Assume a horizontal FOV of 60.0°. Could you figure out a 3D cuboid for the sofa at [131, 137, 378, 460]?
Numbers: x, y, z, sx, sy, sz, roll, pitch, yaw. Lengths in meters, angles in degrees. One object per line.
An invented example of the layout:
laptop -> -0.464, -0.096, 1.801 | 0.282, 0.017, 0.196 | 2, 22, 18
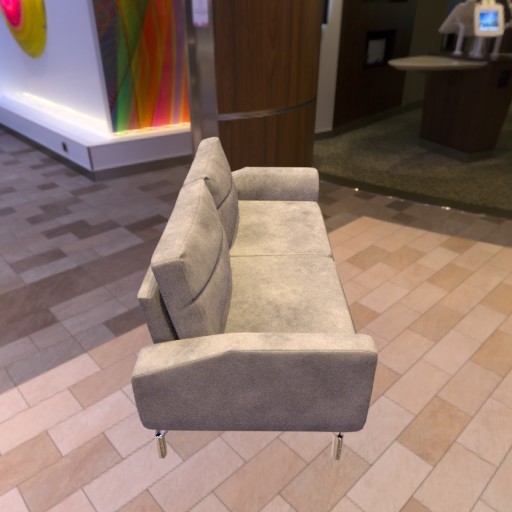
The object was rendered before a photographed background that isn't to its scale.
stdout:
sofa -> 0.000, 0.000, 2.320 | 0.849, 0.859, 1.837 | 0, 30, 0
